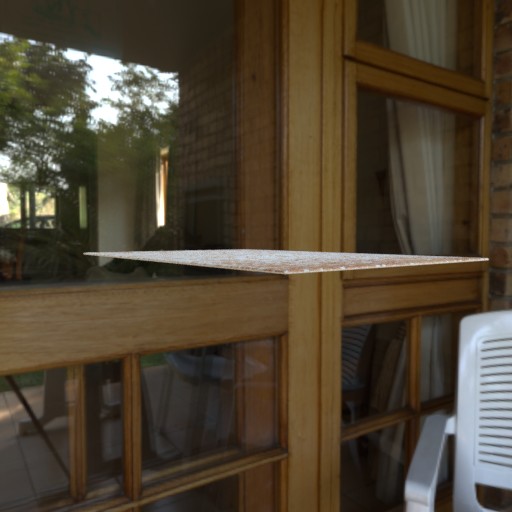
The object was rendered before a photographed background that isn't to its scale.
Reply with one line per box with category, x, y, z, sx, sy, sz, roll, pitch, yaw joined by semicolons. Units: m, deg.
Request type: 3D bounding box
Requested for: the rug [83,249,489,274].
rug;0.000;0.000;2.327;1.219;0.011;1.829;-2;3;-38
